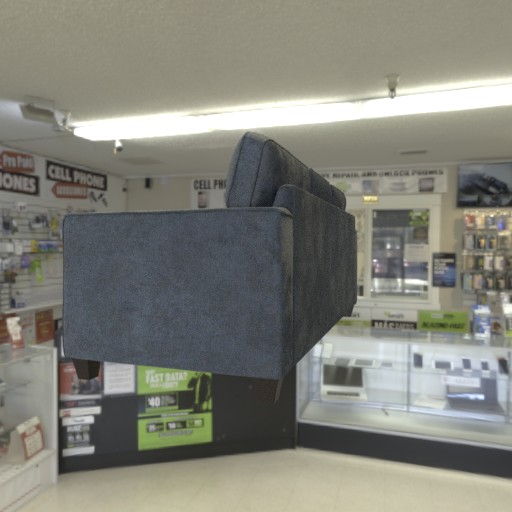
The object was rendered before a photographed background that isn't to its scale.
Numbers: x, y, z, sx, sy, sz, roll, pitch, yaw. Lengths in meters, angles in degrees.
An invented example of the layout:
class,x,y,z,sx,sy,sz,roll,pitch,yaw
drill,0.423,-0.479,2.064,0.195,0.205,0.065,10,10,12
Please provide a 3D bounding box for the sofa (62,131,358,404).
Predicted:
class,x,y,z,sx,sy,sz,roll,pitch,yaw
sofa,0.000,0.000,2.599,0.939,0.965,2.133,0,1,19
